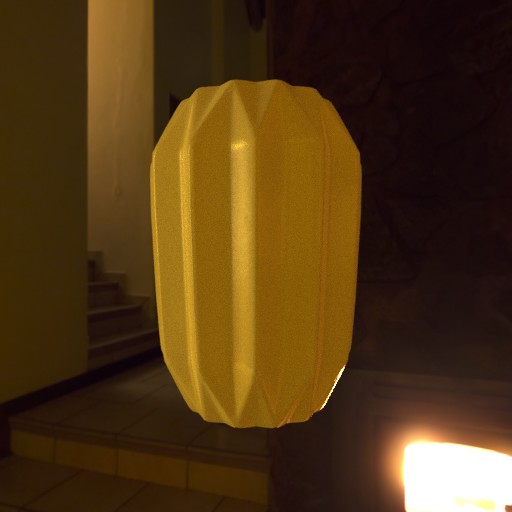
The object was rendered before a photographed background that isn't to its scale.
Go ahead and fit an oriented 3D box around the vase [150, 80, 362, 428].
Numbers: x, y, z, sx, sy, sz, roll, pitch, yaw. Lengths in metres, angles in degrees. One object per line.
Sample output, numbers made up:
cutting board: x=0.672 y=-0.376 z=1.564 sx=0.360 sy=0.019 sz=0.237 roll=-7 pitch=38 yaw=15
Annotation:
vase: x=0.000 y=0.000 z=0.408 sx=0.195 sy=0.275 sz=0.195 roll=0 pitch=0 yaw=0
